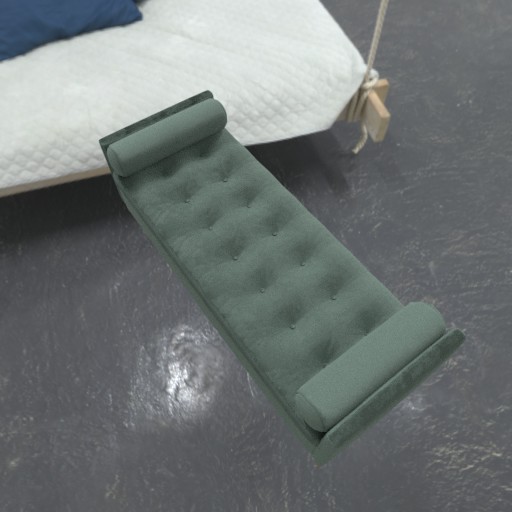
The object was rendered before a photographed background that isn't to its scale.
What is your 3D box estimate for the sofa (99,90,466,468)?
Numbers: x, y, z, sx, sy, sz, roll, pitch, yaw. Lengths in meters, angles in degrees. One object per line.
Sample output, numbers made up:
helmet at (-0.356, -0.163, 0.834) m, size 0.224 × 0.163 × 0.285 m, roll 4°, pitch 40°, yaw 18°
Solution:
sofa at (0.000, 0.000, 2.501) m, size 0.796 × 0.705 × 2.102 m, roll -32°, pitch 63°, yaw -18°
